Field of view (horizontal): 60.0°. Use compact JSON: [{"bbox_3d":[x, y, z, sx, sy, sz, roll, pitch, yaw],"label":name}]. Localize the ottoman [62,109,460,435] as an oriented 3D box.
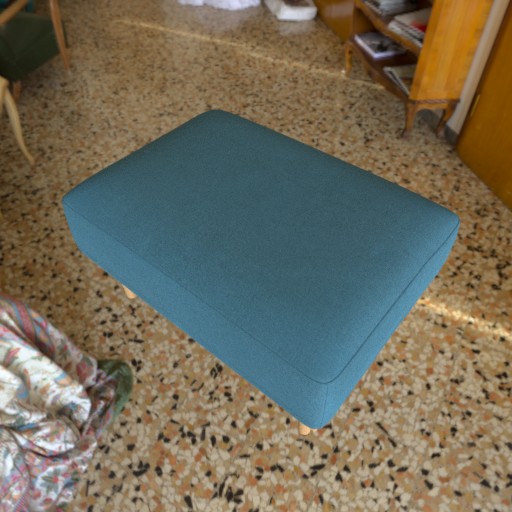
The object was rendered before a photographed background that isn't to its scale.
[{"bbox_3d":[0.000,0.000,1.093,0.749,0.428,0.549,31,54,26],"label":"ottoman"}]
